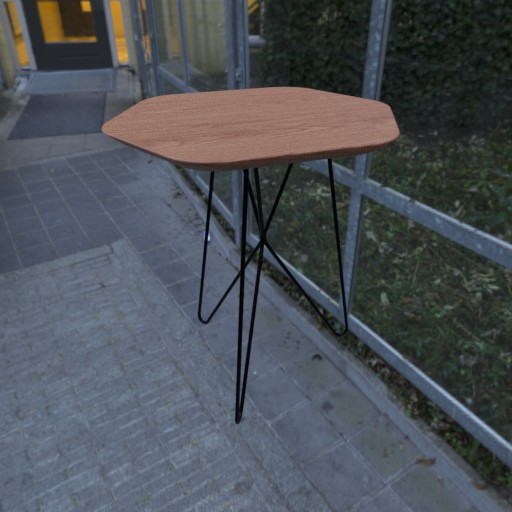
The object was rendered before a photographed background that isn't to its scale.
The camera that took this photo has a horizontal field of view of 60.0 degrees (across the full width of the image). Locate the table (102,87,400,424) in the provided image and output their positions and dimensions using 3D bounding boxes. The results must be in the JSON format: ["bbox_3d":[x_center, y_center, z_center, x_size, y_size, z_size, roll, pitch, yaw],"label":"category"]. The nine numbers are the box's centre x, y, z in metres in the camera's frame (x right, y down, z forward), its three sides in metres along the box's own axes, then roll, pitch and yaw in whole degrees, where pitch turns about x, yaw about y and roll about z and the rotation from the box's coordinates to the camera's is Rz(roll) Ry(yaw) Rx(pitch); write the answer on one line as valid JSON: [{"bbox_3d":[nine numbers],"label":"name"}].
[{"bbox_3d":[0.000,0.000,0.895,0.500,0.562,0.400,-10,33,-16],"label":"table"}]
